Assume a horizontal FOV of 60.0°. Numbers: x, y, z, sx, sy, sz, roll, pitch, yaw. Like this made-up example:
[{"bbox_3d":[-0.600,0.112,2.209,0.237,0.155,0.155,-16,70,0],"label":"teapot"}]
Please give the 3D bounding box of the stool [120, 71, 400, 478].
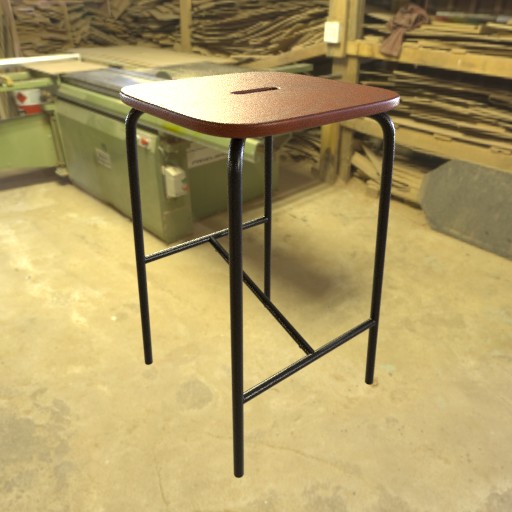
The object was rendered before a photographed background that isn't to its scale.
[{"bbox_3d":[0.000,0.000,0.860,0.376,0.610,0.376,-21,36,-32],"label":"stool"}]
